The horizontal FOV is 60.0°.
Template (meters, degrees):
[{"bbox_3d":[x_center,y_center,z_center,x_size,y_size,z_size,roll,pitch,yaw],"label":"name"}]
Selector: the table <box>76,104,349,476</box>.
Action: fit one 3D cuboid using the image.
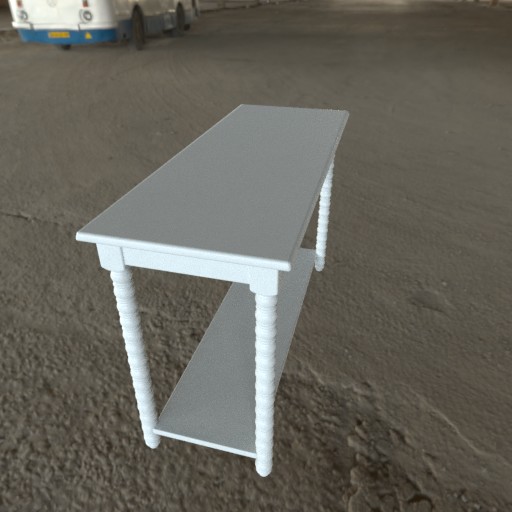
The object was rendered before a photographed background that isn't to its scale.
[{"bbox_3d":[0.000,0.000,1.530,0.459,0.740,1.184,8,32,13],"label":"table"}]
